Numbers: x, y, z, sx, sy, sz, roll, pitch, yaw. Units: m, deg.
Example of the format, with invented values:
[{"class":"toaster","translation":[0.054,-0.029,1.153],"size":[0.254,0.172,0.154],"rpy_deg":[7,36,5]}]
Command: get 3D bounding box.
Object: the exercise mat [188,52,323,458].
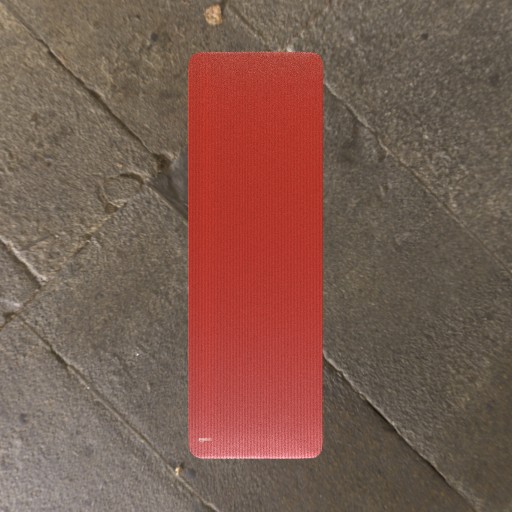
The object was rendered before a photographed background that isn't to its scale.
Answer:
[{"class":"exercise mat","translation":[0.000,0.000,2.036],"size":[0.616,0.021,1.869],"rpy_deg":[0,91,-1]}]
